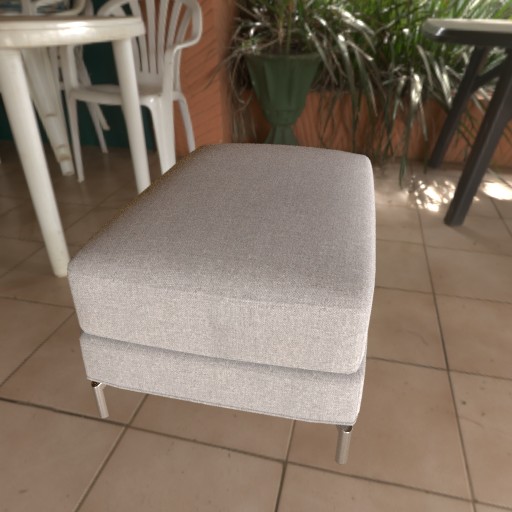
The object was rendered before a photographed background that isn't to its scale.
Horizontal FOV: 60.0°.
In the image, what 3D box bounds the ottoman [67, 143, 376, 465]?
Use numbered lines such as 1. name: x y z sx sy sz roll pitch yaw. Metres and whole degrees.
1. ottoman: 0.000 0.000 1.178 0.584 0.457 0.838 6 30 11
